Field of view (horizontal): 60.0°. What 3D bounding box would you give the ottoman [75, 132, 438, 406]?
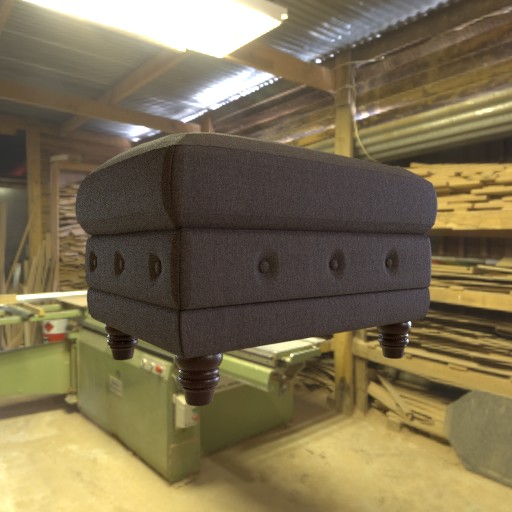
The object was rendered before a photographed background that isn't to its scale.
[{"bbox_3d":[0.000,0.000,1.205,0.809,0.555,0.599,-1,1,-36],"label":"ottoman"}]
